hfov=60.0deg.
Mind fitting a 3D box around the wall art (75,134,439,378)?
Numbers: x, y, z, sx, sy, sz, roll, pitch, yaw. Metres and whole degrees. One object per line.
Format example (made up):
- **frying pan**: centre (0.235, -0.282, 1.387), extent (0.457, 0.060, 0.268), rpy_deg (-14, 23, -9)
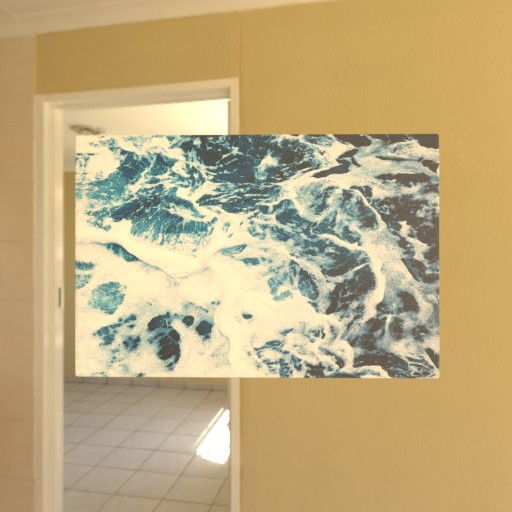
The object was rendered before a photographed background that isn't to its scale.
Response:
- **wall art**: centre (0.000, 0.000, 1.882), extent (1.524, 1.017, 0.055), rpy_deg (0, 0, 1)
